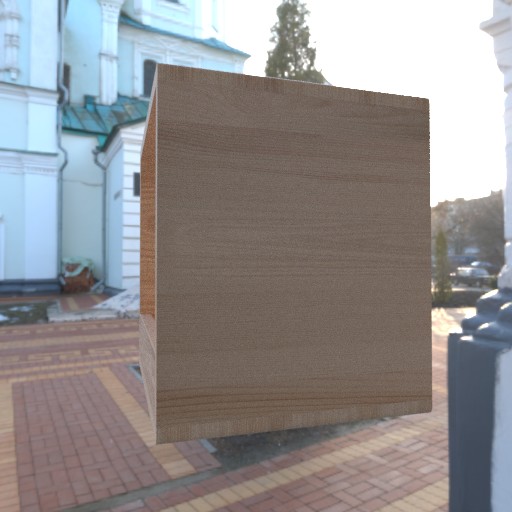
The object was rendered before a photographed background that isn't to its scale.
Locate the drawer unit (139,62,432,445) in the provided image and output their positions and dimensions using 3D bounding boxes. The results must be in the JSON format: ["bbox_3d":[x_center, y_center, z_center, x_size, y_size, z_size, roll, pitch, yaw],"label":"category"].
[{"bbox_3d":[0.000,0.000,0.600,0.290,0.344,0.344,0,-1,-17],"label":"drawer unit"}]
